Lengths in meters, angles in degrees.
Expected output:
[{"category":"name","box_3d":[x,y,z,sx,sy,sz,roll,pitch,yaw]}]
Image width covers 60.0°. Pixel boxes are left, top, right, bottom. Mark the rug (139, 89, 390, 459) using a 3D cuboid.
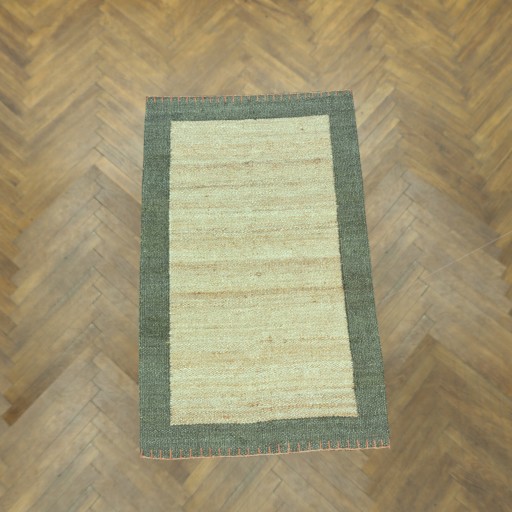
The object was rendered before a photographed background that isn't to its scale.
[{"category":"rug","box_3d":[0.000,0.000,2.908,1.521,0.006,2.435,-2,76,-1]}]
